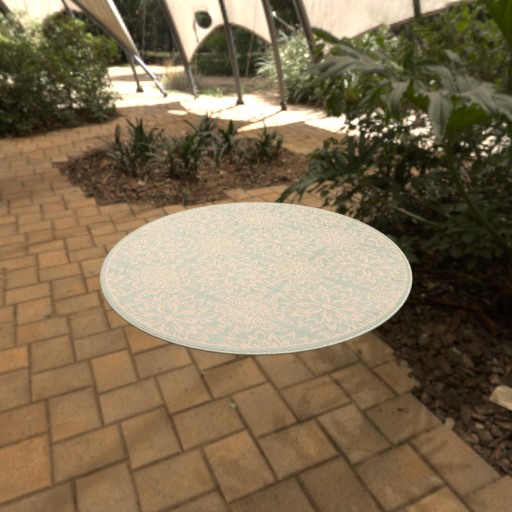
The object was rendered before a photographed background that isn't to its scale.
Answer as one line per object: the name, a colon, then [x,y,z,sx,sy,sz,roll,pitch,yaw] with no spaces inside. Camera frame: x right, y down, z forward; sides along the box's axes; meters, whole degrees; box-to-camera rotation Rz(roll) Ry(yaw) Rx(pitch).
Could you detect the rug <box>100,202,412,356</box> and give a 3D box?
rug: [0.000,0.000,2.367,1.593,0.012,1.593,0,28,0]
